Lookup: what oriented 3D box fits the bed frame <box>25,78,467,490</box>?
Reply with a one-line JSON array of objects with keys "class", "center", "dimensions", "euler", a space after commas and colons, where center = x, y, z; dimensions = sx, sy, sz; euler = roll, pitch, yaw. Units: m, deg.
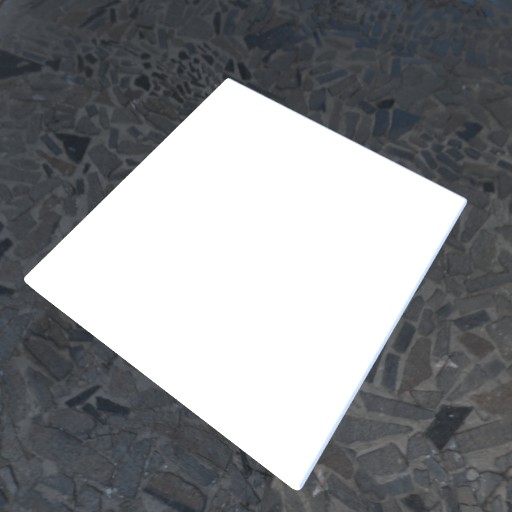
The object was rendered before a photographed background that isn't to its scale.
[{"class": "bed frame", "center": [0.000, 0.000, 2.954], "dimensions": [1.935, 0.525, 2.033], "euler": [32, 68, 15]}]
